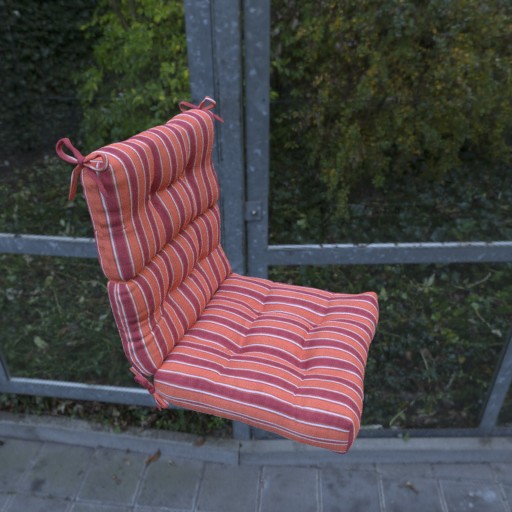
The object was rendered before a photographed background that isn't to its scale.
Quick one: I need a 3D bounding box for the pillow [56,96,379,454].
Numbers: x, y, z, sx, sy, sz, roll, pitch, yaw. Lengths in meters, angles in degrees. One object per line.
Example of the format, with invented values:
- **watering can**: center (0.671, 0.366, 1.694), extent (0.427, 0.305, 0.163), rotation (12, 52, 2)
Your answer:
- **pillow**: center (0.000, 0.000, 1.008), extent (0.571, 0.605, 0.519), rotation (10, 31, 17)
